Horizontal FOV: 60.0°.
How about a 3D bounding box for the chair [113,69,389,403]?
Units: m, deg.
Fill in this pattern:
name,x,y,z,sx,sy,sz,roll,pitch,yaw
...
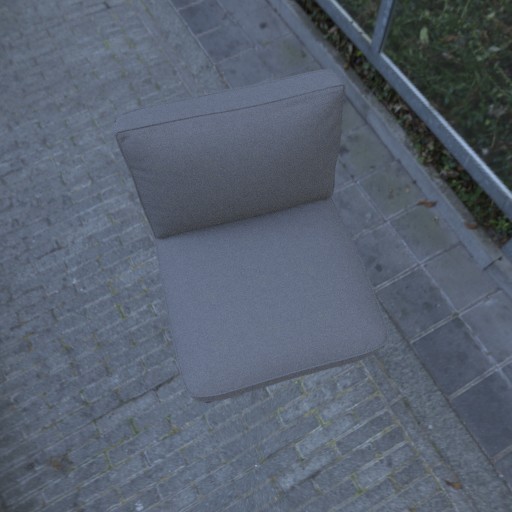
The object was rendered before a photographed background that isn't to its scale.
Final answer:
name,x,y,z,sx,sy,sz,roll,pitch,yaw
chair,0.000,0.000,1.659,0.724,1.045,0.924,-14,65,-7
